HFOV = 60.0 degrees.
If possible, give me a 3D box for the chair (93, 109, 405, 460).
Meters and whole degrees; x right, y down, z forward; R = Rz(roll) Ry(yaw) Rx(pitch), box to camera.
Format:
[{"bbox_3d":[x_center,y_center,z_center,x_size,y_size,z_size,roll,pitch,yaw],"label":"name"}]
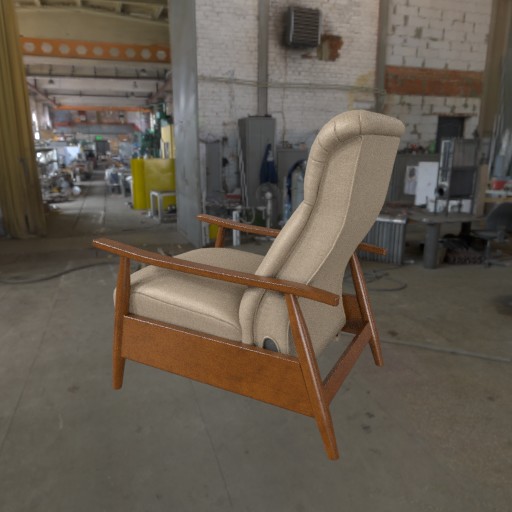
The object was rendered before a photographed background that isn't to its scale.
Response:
[{"bbox_3d":[0.000,0.000,1.815,1.032,1.082,0.762,7,16,26],"label":"chair"}]
